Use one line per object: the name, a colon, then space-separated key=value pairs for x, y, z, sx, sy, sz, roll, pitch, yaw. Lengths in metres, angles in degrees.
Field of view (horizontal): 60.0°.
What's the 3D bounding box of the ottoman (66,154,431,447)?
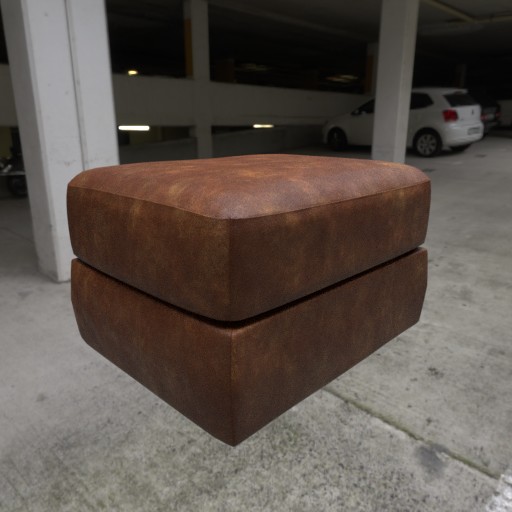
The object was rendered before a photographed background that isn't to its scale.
ottoman: x=0.000 y=0.000 z=1.129 sx=0.603 sy=0.476 sz=0.751 roll=16 pitch=23 yaw=42
